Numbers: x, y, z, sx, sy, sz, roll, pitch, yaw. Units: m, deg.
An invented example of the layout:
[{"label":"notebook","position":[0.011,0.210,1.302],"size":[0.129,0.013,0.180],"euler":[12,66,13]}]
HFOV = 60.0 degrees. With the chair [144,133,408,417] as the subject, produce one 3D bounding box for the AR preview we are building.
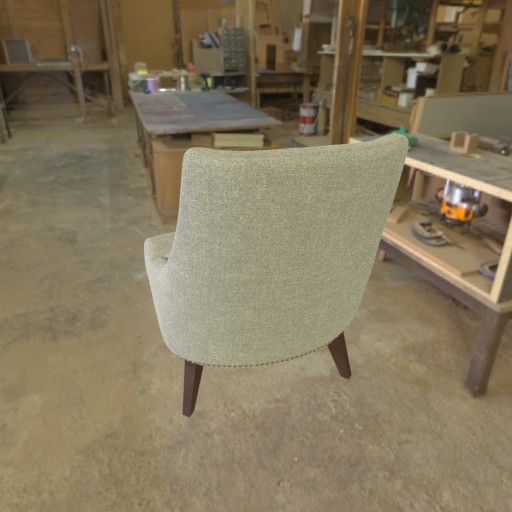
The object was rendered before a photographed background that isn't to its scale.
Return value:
[{"label":"chair","position":[0.000,0.000,1.494],"size":[0.701,0.909,0.861],"euler":[-8,28,-16]}]
